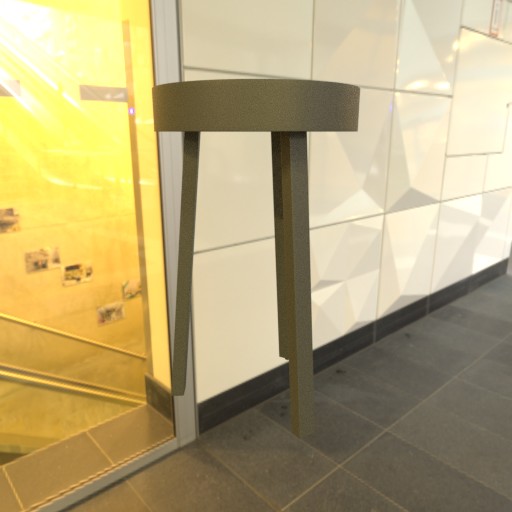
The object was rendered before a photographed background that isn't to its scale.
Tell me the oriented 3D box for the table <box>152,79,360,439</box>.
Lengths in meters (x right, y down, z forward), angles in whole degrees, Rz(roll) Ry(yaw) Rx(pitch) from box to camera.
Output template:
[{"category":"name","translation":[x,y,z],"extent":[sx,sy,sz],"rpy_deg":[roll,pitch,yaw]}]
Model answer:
[{"category":"table","translation":[0.000,0.000,0.977],"extent":[0.406,0.686,0.406],"rpy_deg":[8,18,28]}]
